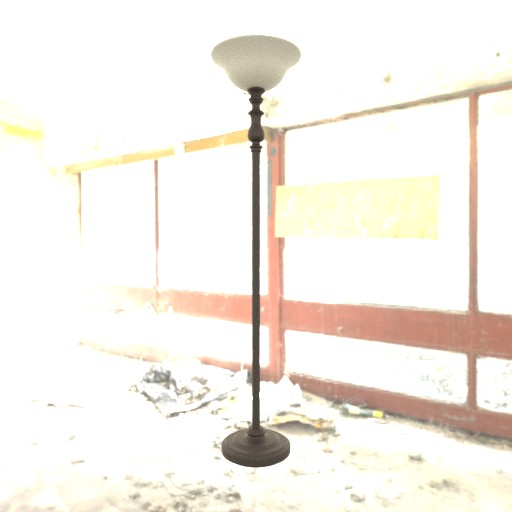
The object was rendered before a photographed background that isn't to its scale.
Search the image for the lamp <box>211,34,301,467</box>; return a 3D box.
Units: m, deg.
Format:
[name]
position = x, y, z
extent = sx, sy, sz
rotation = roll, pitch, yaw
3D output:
[lamp]
position = 0.000, 0.000, 2.008
extent = 0.405, 1.797, 0.405
rotation = -1, 1, -34
